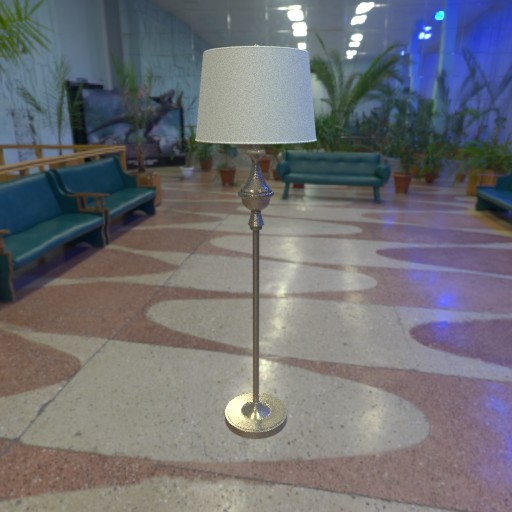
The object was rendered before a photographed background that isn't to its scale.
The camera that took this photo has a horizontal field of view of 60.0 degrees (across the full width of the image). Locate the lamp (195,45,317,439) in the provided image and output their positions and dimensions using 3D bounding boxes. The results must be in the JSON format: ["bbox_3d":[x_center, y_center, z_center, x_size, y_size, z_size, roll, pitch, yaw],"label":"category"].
[{"bbox_3d":[0.000,0.000,1.715,0.431,1.488,0.431,0,18,0],"label":"lamp"}]
